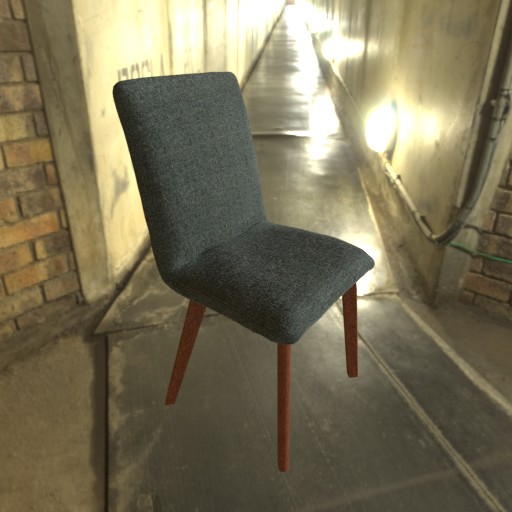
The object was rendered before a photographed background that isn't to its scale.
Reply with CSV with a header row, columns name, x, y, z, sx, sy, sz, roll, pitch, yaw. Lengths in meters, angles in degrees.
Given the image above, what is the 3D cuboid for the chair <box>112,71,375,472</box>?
name,x,y,z,sx,sy,sz,roll,pitch,yaw
chair,0.000,0.000,1.304,0.563,0.974,0.522,18,32,31
